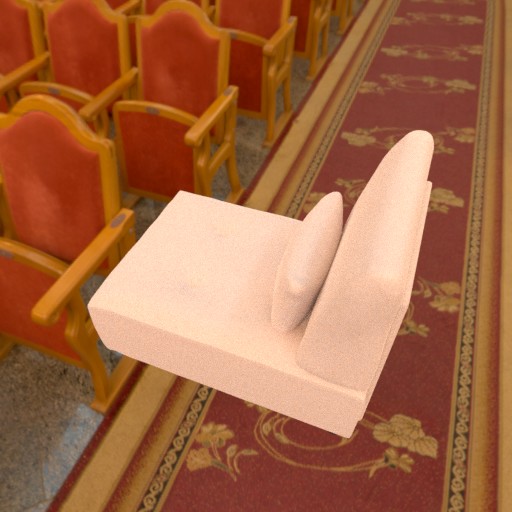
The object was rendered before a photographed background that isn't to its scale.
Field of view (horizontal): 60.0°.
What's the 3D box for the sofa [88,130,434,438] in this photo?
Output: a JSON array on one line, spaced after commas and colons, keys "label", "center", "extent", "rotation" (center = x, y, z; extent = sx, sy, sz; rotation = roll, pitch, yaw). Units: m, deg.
[{"label": "sofa", "center": [0.000, 0.000, 1.561], "extent": [1.000, 0.820, 0.700], "rotation": [16, 48, 15]}]
